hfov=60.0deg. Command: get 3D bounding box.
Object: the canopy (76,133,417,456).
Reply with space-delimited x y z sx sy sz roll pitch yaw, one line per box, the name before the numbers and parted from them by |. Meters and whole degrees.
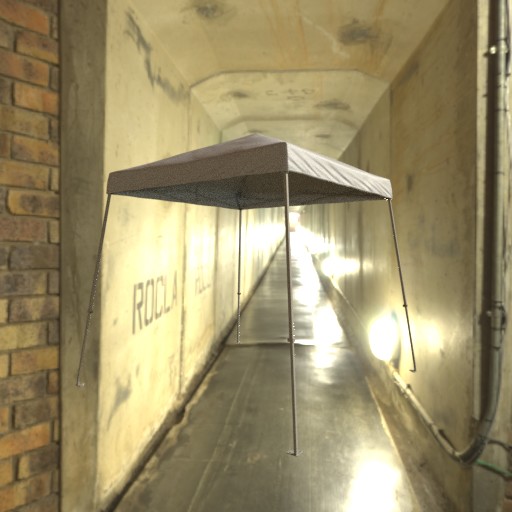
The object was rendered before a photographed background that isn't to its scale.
canopy | 0.000 0.000 6.530 3.599 3.600 3.600 0 1 37
